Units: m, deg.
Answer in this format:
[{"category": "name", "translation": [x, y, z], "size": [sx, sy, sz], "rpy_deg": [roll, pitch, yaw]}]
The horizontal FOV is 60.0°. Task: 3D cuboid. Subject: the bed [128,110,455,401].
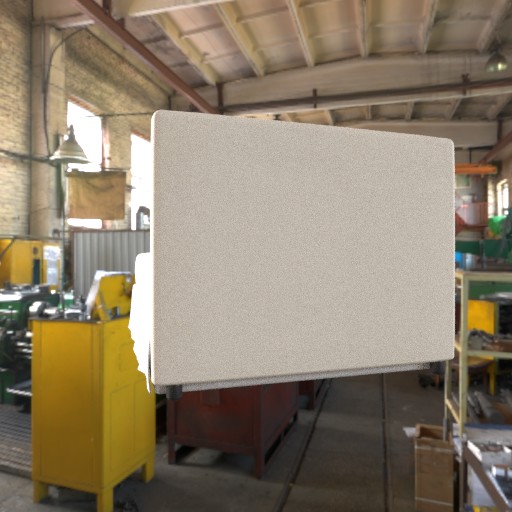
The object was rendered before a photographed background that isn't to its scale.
[{"category": "bed", "translation": [0.000, 0.000, 3.212], "size": [1.713, 1.330, 2.142], "rpy_deg": [0, 0, -18]}]
